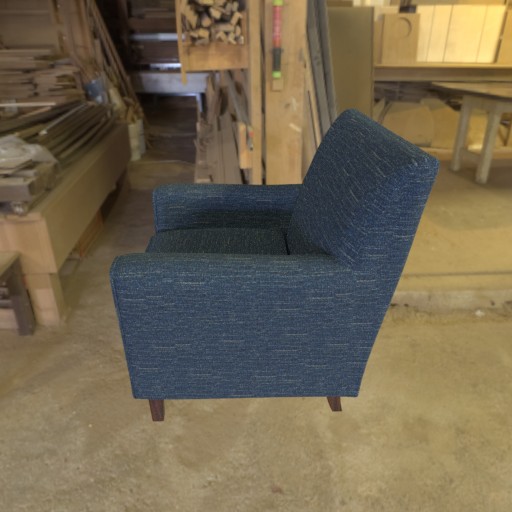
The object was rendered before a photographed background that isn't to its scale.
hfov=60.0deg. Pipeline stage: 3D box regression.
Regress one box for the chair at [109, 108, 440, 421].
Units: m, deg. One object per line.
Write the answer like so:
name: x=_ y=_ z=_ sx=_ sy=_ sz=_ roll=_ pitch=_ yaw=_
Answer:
chair: x=0.000 y=0.000 z=1.641 sx=0.873 sy=0.928 sz=0.864 roll=-1 pitch=26 yaw=-2
